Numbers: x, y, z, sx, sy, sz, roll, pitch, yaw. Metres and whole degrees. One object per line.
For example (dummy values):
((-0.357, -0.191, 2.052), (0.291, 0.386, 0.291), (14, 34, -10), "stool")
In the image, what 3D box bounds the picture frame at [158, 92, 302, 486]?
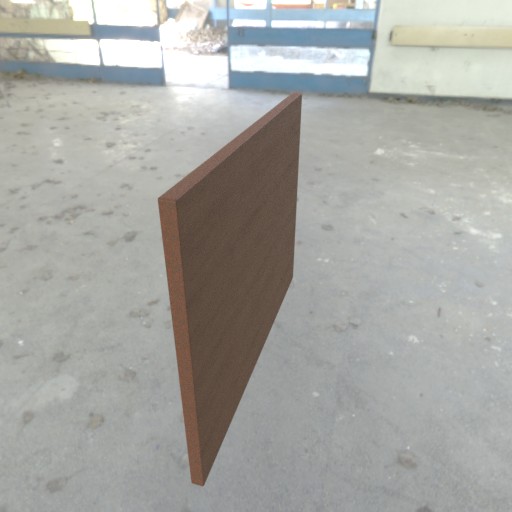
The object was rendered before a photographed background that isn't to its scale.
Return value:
((0.000, 0.000, 1.763), (0.045, 1.018, 1.329), (9, 31, 15), "picture frame")
